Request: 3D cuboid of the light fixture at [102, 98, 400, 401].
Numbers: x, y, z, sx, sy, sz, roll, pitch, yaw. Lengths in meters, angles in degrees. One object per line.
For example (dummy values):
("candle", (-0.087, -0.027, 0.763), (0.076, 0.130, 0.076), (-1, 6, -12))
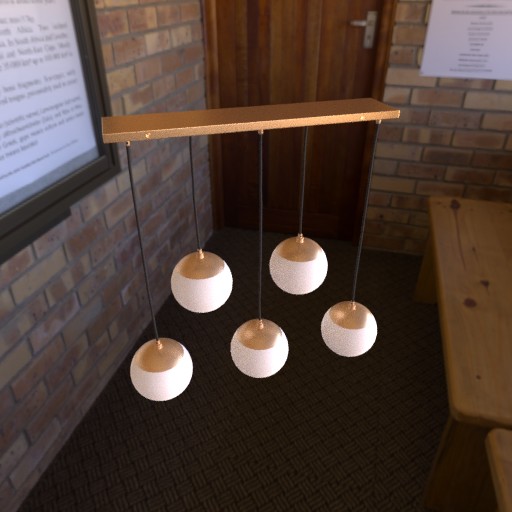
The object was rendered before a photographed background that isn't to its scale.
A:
("light fixture", (0.000, 0.000, 1.380), (0.863, 0.869, 0.299), (-9, 33, -14))
